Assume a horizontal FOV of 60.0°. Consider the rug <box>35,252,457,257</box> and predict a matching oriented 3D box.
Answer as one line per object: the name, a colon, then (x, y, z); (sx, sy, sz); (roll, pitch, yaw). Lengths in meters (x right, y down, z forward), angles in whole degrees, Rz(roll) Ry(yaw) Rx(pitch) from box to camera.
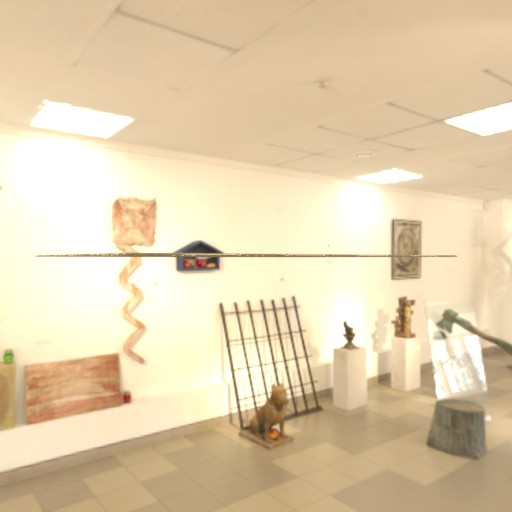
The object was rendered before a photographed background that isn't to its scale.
rug: (0.000, 0.000, 3.033); (2.457, 0.012, 1.541); (0, 0, -38)
